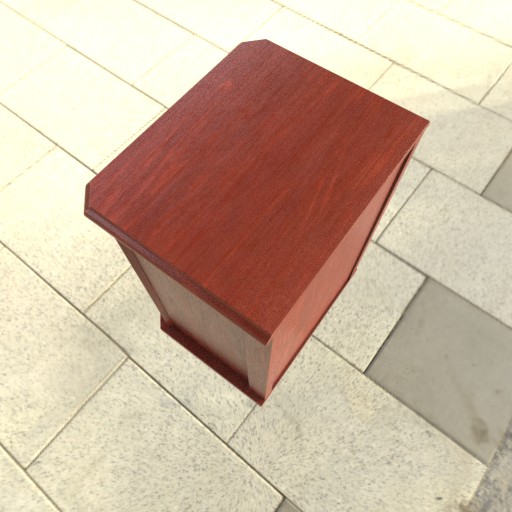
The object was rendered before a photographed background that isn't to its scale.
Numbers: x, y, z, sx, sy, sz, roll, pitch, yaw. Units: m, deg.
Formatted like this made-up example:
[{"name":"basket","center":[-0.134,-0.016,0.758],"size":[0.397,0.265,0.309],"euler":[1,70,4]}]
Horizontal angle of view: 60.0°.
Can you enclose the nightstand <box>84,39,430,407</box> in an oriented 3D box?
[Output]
[{"name":"nightstand","center":[0.000,0.000,0.949],"size":[0.351,0.681,0.435],"euler":[34,69,15]}]
